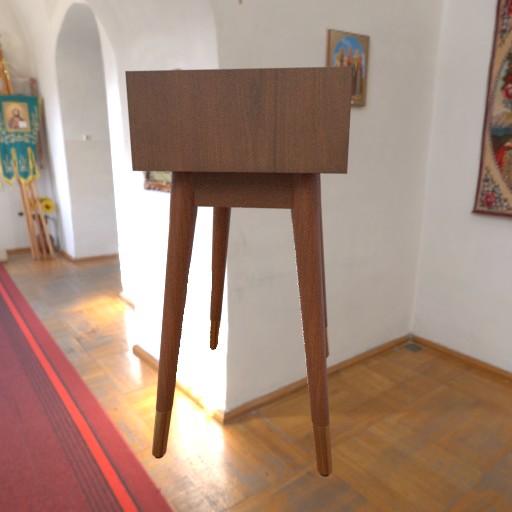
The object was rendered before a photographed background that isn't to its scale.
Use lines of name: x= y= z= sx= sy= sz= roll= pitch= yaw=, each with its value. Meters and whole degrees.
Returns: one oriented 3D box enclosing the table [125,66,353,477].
table: x=0.000 y=0.000 z=0.825 sx=0.300 sy=0.599 sz=0.406 roll=2 pitch=16 yaw=8
